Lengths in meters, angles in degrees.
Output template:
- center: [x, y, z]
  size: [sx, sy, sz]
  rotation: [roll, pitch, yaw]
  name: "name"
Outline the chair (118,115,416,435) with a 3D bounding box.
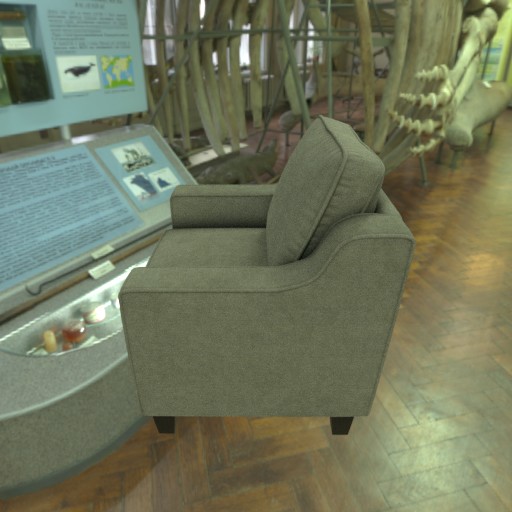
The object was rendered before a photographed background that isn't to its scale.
- center: [0.000, 0.000, 1.675]
  size: [0.840, 0.944, 0.926]
  rotation: [0, 27, 0]
  name: "chair"
